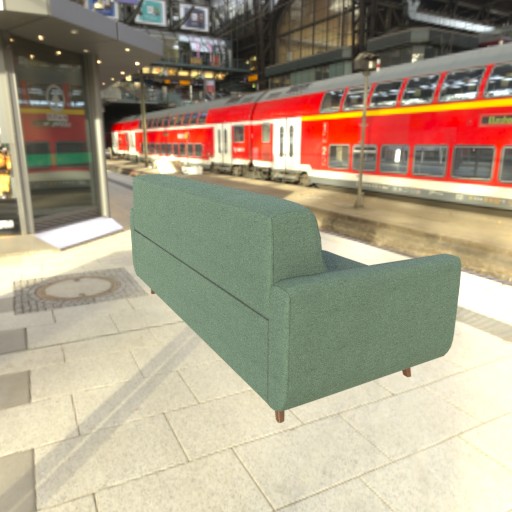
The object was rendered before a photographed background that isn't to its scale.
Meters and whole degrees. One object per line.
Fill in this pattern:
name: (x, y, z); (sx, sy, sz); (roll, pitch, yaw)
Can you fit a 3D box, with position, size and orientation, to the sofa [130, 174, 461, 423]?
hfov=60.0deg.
sofa: (0.000, 0.000, 2.499); (0.909, 0.841, 2.029); (-8, 17, -28)
